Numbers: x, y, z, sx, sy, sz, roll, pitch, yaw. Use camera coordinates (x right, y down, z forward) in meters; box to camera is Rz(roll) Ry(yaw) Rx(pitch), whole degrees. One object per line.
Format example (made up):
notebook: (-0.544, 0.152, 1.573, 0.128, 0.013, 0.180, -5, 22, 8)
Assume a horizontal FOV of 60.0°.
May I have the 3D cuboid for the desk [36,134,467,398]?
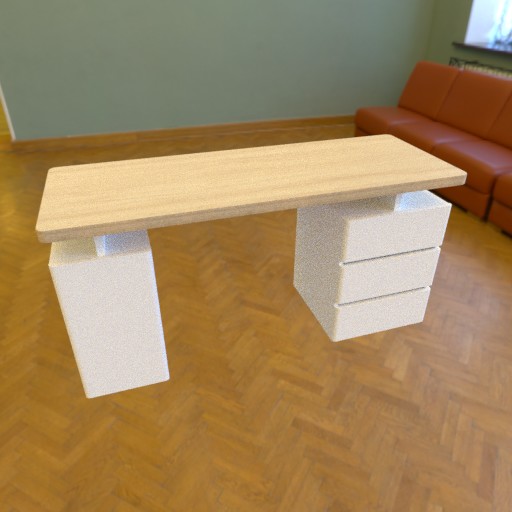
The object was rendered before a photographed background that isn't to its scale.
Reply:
desk: (0.000, 0.000, 1.875, 1.500, 0.755, 0.550, -9, 33, -15)
